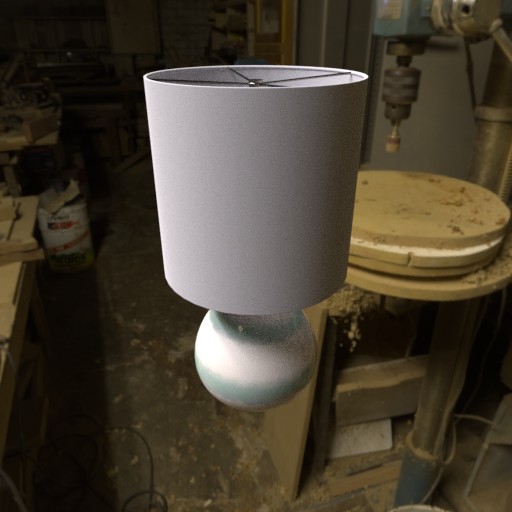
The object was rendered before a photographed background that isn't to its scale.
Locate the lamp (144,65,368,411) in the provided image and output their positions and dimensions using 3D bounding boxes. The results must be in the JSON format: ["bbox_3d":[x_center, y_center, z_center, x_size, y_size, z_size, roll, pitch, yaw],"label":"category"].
[{"bbox_3d":[0.000,0.000,0.530,0.217,0.404,0.217,-9,29,-16],"label":"lamp"}]
